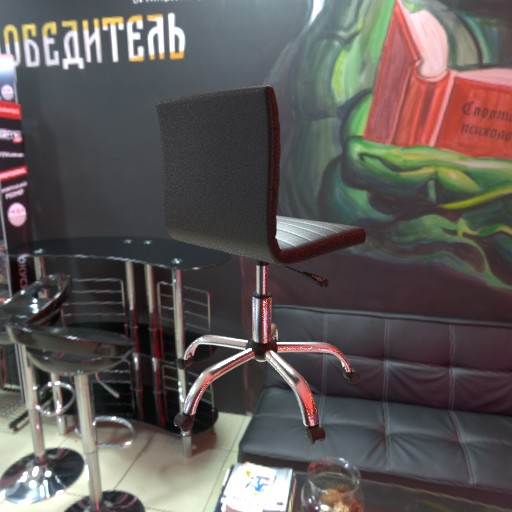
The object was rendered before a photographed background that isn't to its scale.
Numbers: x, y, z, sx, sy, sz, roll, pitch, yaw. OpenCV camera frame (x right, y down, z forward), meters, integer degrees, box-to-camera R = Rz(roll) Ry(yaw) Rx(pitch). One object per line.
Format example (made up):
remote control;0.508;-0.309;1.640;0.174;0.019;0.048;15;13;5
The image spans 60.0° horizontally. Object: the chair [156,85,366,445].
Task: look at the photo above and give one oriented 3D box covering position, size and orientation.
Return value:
chair;0.000;0.000;1.156;0.530;0.780;0.556;-13;18;-43
